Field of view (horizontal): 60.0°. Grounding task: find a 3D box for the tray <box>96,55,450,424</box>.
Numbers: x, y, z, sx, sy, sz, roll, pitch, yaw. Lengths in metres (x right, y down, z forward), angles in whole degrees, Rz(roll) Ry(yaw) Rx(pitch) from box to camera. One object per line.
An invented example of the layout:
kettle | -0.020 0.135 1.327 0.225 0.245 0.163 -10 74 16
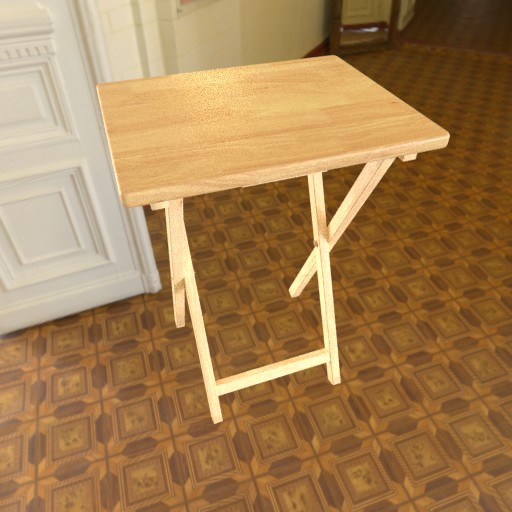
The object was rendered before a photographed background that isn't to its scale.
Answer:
tray | 0.000 0.000 0.947 0.483 0.660 0.381 -13 44 -14
